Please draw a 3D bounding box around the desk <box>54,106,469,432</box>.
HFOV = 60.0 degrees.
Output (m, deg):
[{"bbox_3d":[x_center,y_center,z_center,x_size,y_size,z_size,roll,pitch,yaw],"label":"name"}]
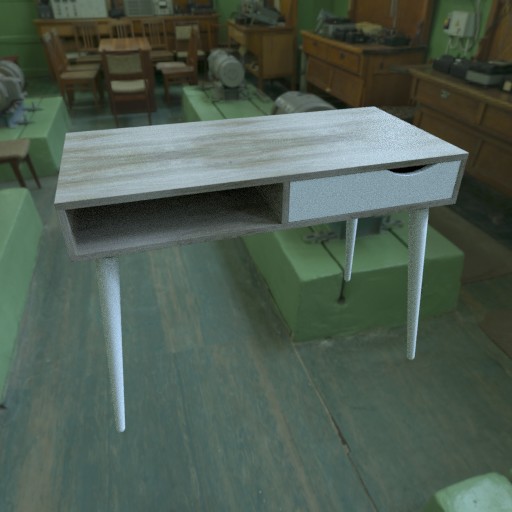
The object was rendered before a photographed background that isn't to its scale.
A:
[{"bbox_3d":[0.000,0.000,1.381,0.979,0.723,0.491,-9,34,-14],"label":"desk"}]
